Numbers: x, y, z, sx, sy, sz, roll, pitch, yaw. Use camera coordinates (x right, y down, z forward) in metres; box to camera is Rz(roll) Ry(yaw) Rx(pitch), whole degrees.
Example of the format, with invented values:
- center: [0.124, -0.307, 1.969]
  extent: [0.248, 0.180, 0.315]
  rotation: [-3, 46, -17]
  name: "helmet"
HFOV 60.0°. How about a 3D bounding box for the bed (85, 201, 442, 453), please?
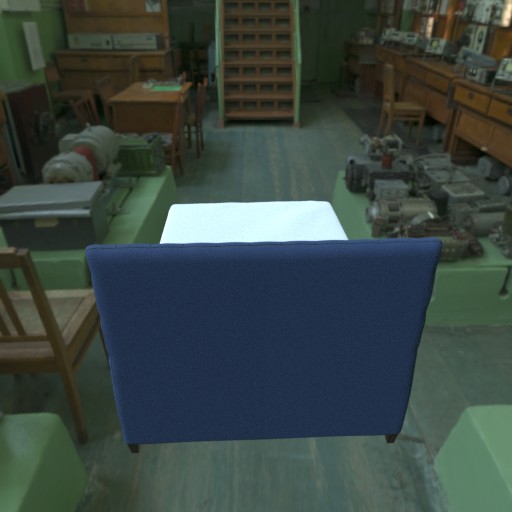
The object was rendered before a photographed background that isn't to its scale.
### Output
- center: [0.000, 0.000, 3.420]
  extent: [1.706, 1.427, 2.387]
  rotation: [-1, 30, -2]
  name: "bed"
